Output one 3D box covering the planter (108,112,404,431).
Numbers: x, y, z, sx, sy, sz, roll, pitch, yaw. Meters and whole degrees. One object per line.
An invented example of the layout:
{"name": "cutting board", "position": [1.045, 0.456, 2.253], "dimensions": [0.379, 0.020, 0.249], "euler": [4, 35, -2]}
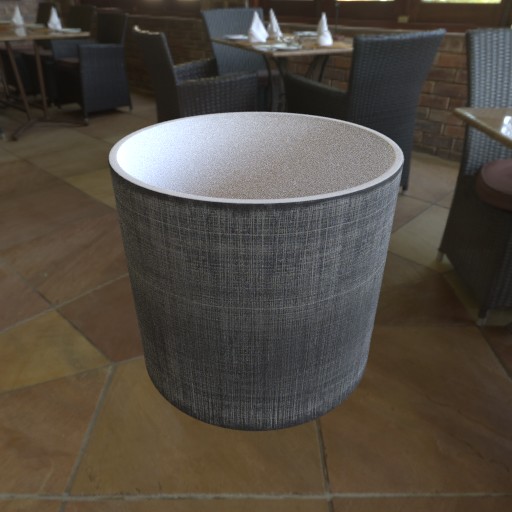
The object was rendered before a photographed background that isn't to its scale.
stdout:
{"name": "planter", "position": [0.000, 0.000, 0.395], "dimensions": [0.221, 0.201, 0.221], "euler": [0, 31, 0]}
